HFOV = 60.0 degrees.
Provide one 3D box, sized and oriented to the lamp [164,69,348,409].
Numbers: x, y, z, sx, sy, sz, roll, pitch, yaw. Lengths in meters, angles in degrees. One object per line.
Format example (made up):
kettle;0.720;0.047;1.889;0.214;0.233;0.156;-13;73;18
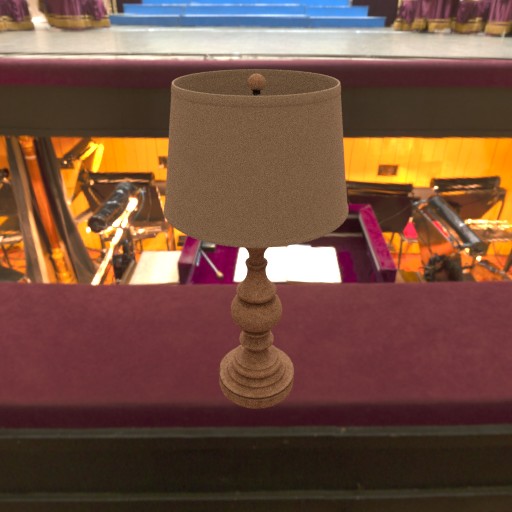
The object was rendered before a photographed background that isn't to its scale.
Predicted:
lamp;0.000;0.000;0.884;0.340;0.678;0.340;0;30;0
